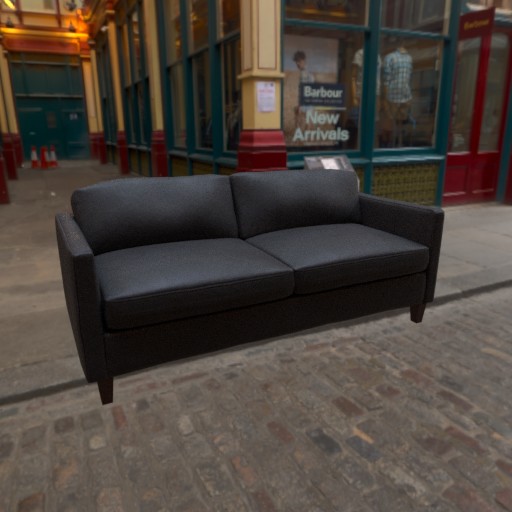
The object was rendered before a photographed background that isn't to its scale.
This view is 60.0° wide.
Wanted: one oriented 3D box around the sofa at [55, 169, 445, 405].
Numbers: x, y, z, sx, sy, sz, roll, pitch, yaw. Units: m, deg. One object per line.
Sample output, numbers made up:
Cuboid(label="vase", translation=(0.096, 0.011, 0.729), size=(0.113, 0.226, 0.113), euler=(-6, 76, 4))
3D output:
Cuboid(label="sofa", translation=(0.000, 0.000, 2.471), size=(1.971, 0.863, 0.933), euler=(-8, 18, -26))
